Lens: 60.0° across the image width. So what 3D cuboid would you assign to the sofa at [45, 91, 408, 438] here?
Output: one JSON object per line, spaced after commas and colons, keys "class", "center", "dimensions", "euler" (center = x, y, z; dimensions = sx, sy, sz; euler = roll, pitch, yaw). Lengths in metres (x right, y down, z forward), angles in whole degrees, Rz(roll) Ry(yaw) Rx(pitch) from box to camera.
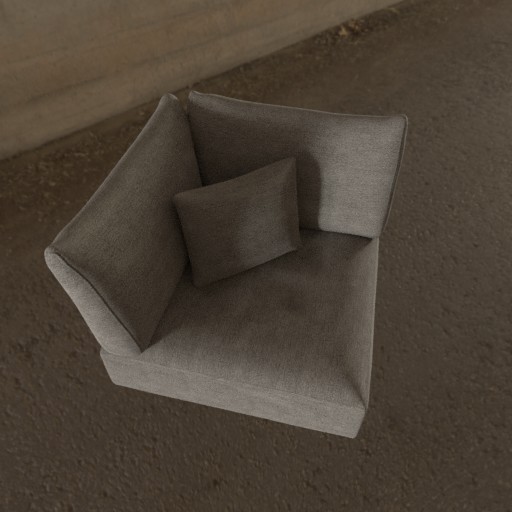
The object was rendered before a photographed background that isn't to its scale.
{"class": "sofa", "center": [0.000, 0.000, 1.734], "dimensions": [1.000, 0.820, 1.000], "euler": [10, 48, 9]}
